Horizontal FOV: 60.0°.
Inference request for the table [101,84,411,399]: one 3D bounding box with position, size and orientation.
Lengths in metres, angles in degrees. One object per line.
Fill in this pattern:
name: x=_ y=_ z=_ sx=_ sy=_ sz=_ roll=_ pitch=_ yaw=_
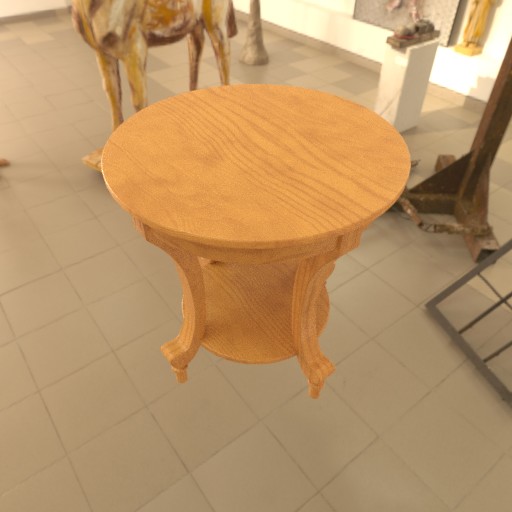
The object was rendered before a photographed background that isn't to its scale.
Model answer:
table: x=0.000 y=0.000 z=1.087 sx=0.597 sy=0.612 sz=0.597 roll=0 pitch=43 yaw=0
